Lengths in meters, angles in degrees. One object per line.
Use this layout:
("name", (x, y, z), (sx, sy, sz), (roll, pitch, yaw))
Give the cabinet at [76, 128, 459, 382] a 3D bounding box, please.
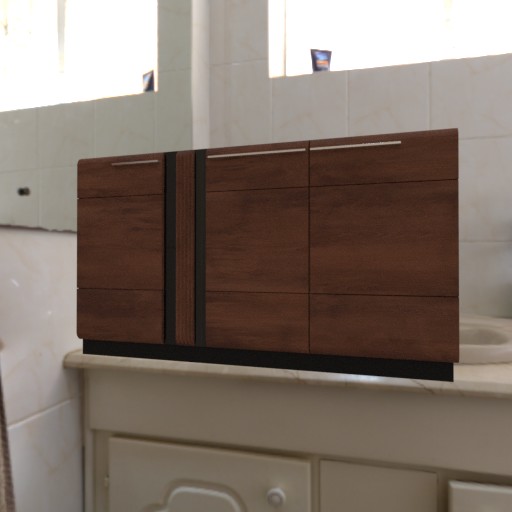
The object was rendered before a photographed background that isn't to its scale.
("cabinet", (0.000, 0.000, 1.961), (1.600, 0.900, 0.420), (0, -1, 18))
